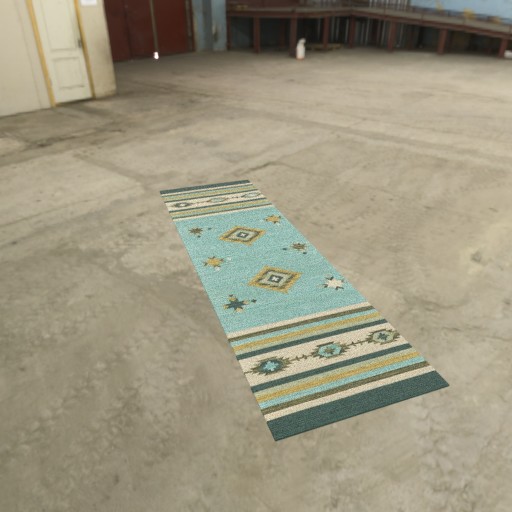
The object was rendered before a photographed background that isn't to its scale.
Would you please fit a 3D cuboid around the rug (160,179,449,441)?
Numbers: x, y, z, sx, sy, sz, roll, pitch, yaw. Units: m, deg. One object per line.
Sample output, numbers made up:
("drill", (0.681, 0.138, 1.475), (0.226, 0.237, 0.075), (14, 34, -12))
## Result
("rug", (0.000, 0.000, 2.637), (0.744, 0.010, 2.441), (-10, 32, -17))
